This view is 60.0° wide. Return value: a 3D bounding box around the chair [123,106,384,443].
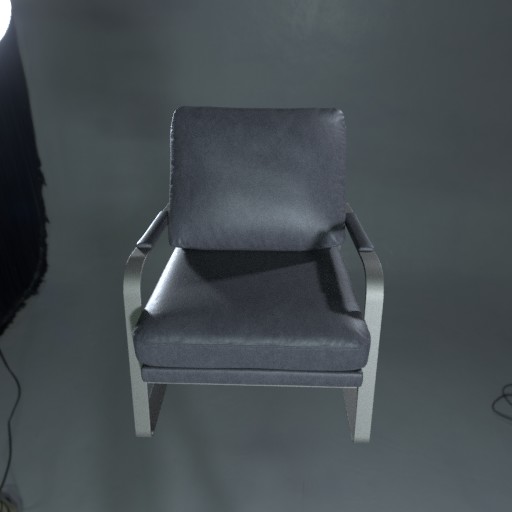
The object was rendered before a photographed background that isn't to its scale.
[{"bbox_3d":[0.000,0.000,1.460,0.692,0.839,0.878,1,29,2],"label":"chair"}]
